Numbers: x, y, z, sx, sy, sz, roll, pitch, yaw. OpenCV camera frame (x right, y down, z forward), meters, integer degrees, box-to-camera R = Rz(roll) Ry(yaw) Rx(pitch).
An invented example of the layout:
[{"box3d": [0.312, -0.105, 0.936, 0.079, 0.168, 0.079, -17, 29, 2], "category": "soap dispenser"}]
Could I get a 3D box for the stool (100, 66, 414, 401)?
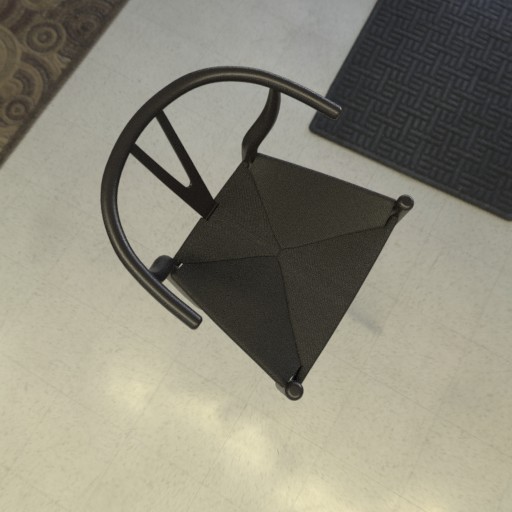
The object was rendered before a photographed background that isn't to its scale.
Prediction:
[{"box3d": [0.000, 0.000, 1.288, 0.579, 0.970, 0.569, 32, 78, 8], "category": "stool"}]
